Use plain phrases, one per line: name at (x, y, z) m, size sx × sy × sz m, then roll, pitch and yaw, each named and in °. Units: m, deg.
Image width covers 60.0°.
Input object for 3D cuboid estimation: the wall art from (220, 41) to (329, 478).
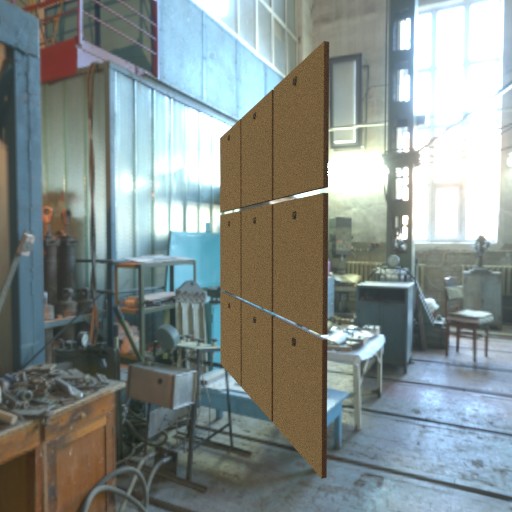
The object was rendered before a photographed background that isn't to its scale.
wall art at (0.000, 0.000, 1.813) m, size 0.024 × 1.218 × 1.221 m, roll -1°, pitch 2°, yaw -18°
